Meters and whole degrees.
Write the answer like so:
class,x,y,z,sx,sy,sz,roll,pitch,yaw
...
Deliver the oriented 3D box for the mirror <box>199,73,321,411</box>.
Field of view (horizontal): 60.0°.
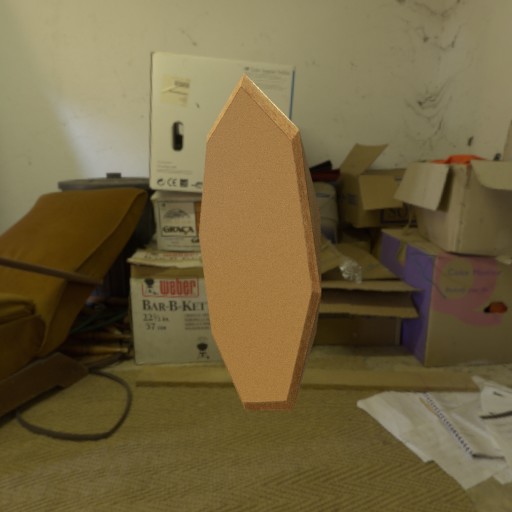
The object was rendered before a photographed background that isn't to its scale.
class,x,y,z,sx,sy,sz,roll,pitch,yaw
mirror,0.000,0.000,1.009,0.070,0.774,0.577,-7,15,-27
